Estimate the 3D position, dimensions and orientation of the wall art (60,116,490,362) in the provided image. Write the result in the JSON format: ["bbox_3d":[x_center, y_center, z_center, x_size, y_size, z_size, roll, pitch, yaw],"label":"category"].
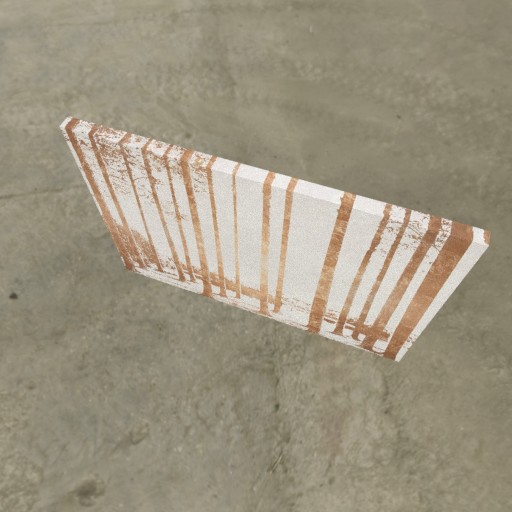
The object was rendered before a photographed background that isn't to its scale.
[{"bbox_3d":[0.000,0.000,1.154,0.914,0.609,0.035,17,59,11],"label":"wall art"}]
